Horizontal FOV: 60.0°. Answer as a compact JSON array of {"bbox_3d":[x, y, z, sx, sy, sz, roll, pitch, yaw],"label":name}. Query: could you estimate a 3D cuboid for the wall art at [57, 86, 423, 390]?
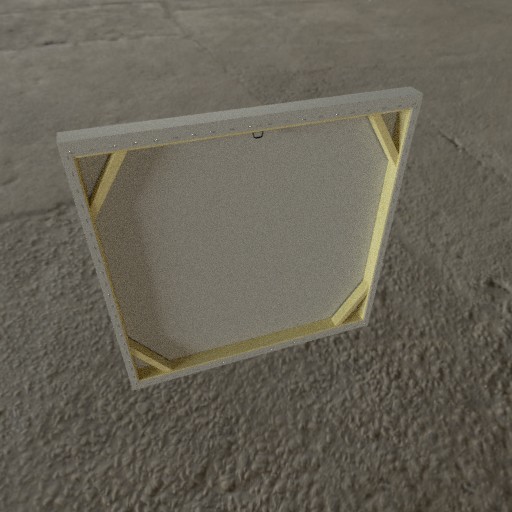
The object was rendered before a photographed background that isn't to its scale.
[{"bbox_3d":[0.000,0.000,0.913,0.610,0.610,0.038,-12,41,-14],"label":"wall art"}]
